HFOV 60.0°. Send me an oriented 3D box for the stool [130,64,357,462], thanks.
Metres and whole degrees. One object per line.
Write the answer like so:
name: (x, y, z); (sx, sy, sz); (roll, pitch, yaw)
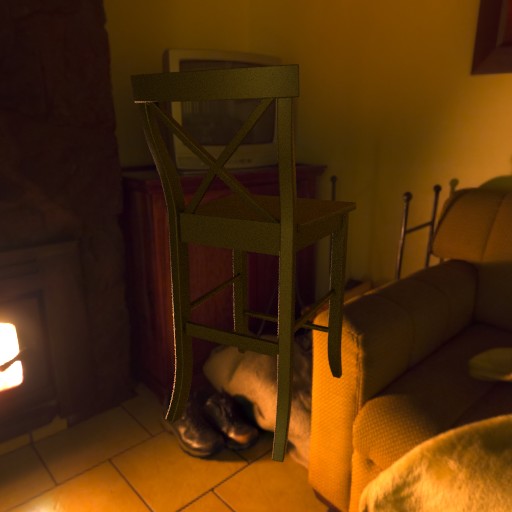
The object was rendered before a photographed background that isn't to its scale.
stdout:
stool: (0.000, 0.000, 1.330); (0.452, 0.989, 0.559); (8, 18, 26)
